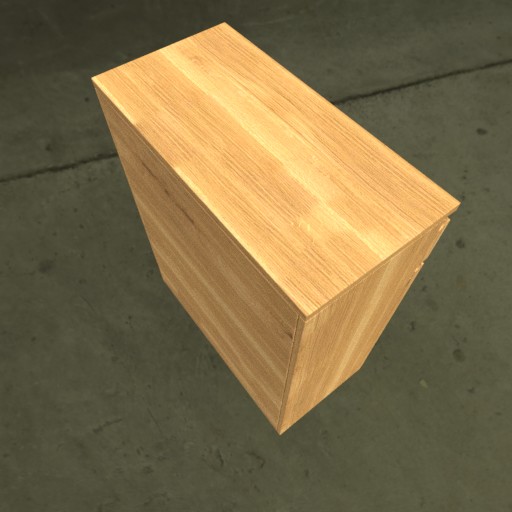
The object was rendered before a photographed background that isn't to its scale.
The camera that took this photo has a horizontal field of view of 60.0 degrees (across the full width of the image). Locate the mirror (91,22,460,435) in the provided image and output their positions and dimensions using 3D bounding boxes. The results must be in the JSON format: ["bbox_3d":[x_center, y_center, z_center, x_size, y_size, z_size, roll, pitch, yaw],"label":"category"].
[{"bbox_3d":[0.000,0.000,1.395,0.400,1.000,0.800,-33,63,-19],"label":"mirror"}]
